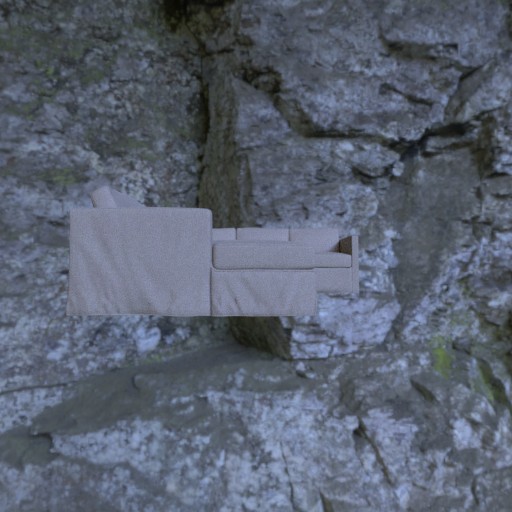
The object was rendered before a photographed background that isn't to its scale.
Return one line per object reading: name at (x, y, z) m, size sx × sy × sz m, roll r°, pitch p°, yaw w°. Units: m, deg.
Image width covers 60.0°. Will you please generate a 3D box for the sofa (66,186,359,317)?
sofa at (0.000, 0.000, 4.586) m, size 2.476 × 0.878 × 3.528 m, roll 0°, pitch -2°, yaw 0°
